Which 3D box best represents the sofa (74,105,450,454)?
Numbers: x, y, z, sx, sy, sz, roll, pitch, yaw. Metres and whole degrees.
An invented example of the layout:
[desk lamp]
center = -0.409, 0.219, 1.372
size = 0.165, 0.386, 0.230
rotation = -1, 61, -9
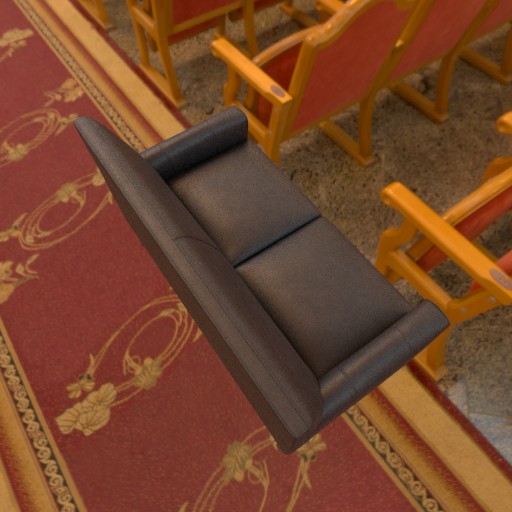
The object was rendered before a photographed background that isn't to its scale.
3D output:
[sofa]
center = 0.000, 0.000, 1.960
size = 0.787, 0.871, 1.473
rotation = -31, 64, -17
